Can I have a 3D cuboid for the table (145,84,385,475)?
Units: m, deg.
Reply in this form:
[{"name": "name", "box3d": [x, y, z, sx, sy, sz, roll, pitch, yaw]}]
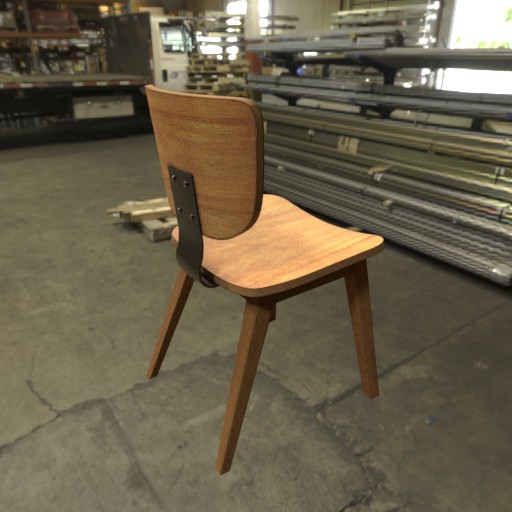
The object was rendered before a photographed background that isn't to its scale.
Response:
[{"name": "table", "box3d": [0.000, 0.000, 1.122, 0.500, 0.805, 0.499, -17, 30, -32]}]
